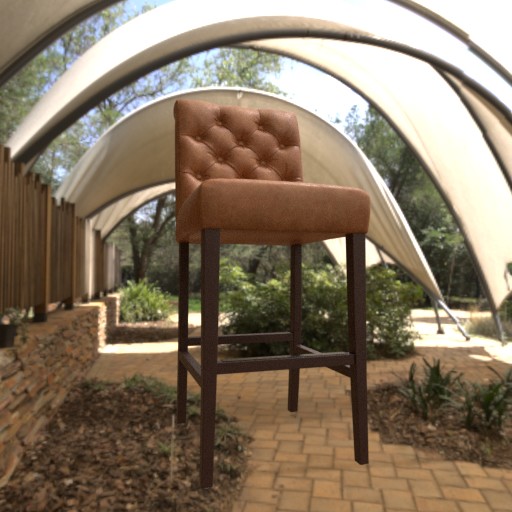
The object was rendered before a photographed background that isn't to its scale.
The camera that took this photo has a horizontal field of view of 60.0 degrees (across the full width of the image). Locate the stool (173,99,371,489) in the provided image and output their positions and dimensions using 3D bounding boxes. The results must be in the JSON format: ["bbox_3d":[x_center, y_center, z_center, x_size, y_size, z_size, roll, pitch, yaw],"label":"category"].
[{"bbox_3d":[0.000,0.000,1.414,0.493,1.140,0.601,1,-2,-18],"label":"stool"}]
